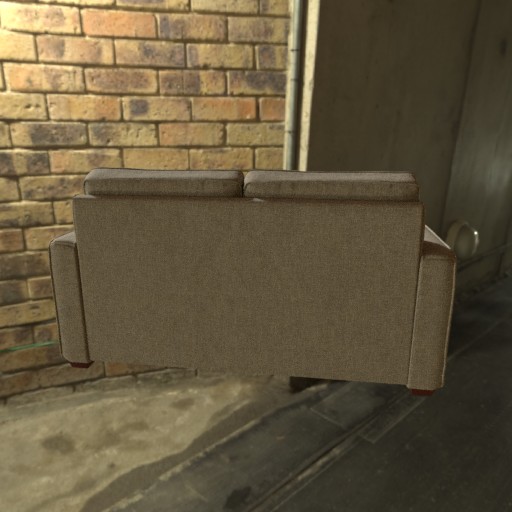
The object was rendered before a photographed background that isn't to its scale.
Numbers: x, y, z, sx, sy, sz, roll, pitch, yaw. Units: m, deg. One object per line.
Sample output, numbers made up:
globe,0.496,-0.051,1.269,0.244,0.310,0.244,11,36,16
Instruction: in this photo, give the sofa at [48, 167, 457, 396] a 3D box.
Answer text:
sofa,0.000,0.000,2.247,1.706,0.915,0.945,2,16,8
